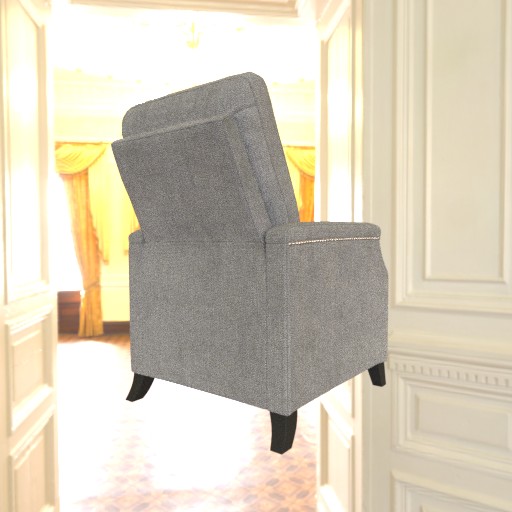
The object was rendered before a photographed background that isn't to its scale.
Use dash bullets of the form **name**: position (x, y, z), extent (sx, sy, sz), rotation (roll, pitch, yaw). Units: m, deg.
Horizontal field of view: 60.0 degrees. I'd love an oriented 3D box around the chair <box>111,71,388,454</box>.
- **chair**: position (0.000, 0.000, 1.653), extent (0.710, 1.049, 0.922), rotation (1, 2, 37)
